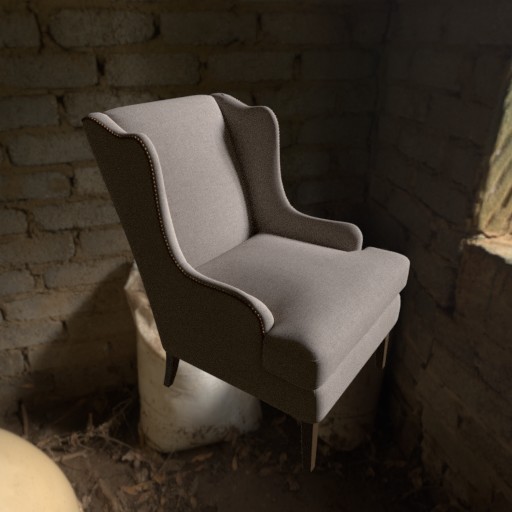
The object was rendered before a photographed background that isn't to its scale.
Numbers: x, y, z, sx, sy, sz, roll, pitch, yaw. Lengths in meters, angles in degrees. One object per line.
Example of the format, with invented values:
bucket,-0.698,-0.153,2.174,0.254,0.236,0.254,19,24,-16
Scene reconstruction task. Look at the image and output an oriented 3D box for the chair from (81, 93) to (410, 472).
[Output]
chair,0.000,0.000,1.630,0.940,1.029,0.737,18,32,32
